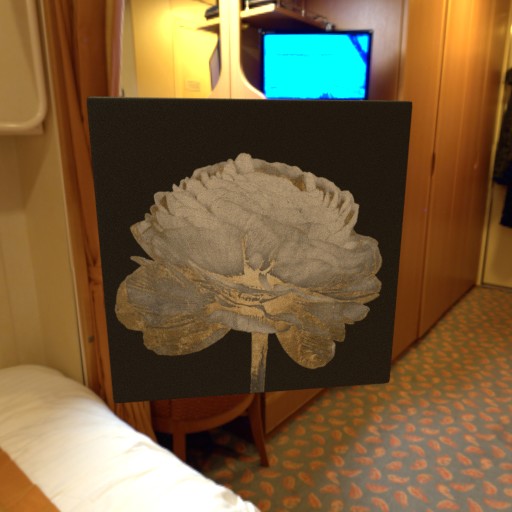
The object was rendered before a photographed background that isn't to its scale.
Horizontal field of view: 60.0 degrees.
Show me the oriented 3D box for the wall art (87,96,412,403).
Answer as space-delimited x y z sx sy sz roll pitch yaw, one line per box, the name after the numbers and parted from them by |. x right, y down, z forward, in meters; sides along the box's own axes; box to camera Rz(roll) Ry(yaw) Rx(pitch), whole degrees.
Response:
0.000 0.000 0.916 0.610 0.611 0.043 -2 14 -8 | wall art
